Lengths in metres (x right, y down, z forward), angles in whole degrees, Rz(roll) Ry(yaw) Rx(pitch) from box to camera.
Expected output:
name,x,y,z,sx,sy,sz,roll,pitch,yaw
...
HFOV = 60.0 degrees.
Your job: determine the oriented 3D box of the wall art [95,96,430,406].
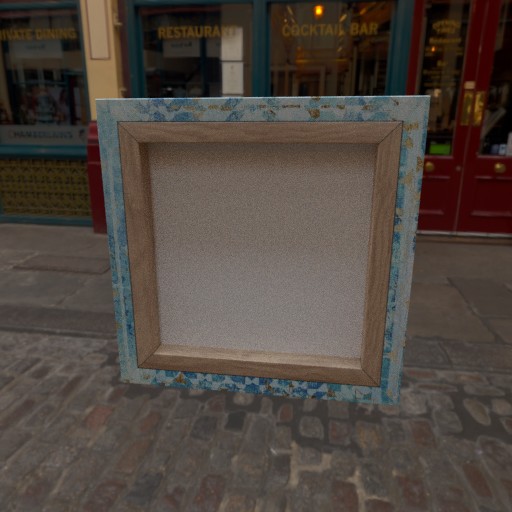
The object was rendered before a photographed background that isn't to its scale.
name,x,y,z,sx,sy,sz,roll,pitch,yaw
wall art,0.000,0.000,0.603,0.405,0.405,0.037,2,16,8
